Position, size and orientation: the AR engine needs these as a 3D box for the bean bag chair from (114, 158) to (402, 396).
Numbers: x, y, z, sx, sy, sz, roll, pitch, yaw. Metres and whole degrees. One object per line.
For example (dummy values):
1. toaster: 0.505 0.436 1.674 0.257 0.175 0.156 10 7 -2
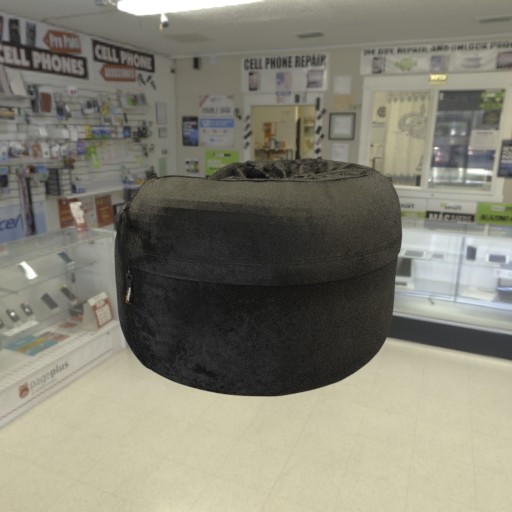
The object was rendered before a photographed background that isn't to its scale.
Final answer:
1. bean bag chair: 0.000 0.000 1.483 0.918 0.605 0.918 0 16 0
